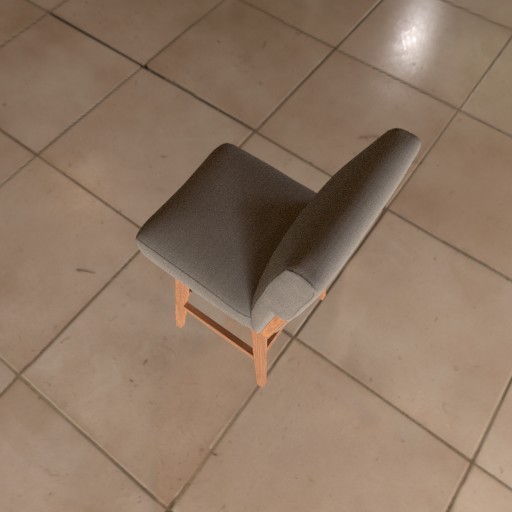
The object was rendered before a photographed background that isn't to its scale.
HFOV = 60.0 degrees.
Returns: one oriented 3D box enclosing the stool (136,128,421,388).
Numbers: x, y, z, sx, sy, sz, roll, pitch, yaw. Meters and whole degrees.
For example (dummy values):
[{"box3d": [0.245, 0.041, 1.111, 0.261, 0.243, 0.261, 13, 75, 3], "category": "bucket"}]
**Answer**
[{"box3d": [0.000, 0.000, 1.396, 0.570, 1.112, 0.483, 33, 68, 15], "category": "stool"}]
